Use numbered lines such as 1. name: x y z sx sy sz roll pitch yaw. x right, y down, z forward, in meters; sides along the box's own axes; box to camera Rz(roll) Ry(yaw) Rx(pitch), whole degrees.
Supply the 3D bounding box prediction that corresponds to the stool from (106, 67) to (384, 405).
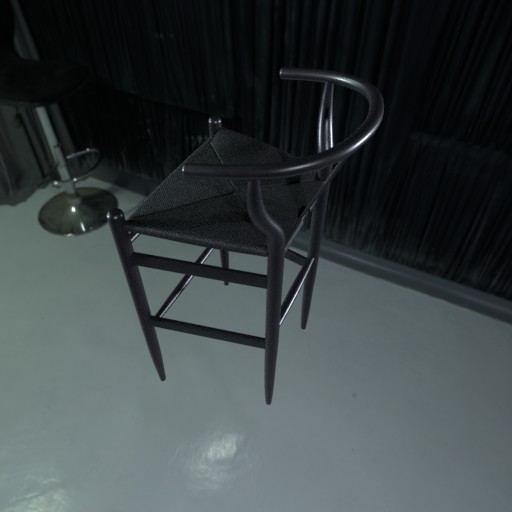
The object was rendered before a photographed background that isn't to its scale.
1. stool: 0.000 0.000 1.397 0.579 1.072 0.569 18 48 17
